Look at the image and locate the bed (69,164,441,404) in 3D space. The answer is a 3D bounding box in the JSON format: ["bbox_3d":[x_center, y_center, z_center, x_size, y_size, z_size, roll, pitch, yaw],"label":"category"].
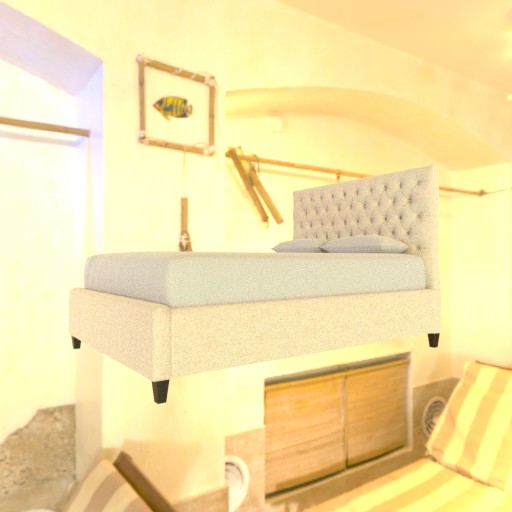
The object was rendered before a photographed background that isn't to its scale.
[{"bbox_3d":[0.000,0.000,3.452,2.387,1.427,1.698,0,0,-36],"label":"bed"}]
